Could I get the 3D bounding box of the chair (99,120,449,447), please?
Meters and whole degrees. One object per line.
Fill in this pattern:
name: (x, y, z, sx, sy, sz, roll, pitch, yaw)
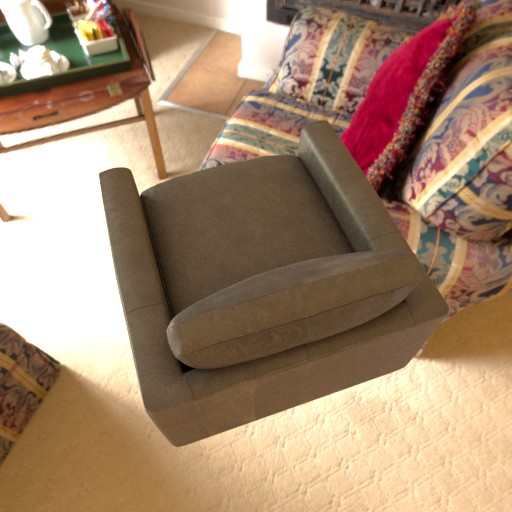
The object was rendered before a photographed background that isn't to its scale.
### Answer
chair: (0.000, 0.000, 1.825, 1.106, 0.807, 1.080, -16, 57, -10)
